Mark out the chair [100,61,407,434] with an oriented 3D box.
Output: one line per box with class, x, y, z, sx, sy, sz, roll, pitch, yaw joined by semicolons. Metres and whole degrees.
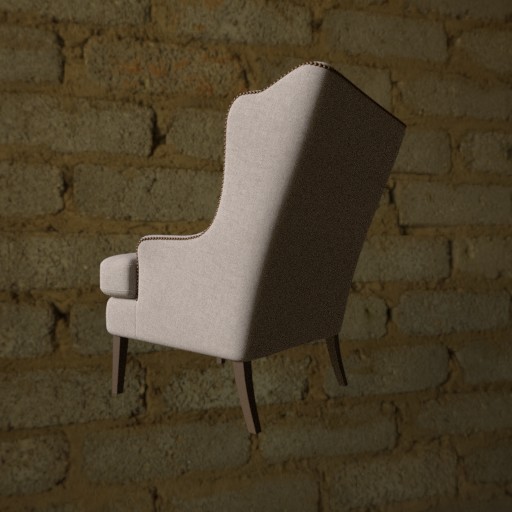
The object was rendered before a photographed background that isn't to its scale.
chair;0.000;0.000;1.657;0.940;1.029;0.737;0;-1;36
